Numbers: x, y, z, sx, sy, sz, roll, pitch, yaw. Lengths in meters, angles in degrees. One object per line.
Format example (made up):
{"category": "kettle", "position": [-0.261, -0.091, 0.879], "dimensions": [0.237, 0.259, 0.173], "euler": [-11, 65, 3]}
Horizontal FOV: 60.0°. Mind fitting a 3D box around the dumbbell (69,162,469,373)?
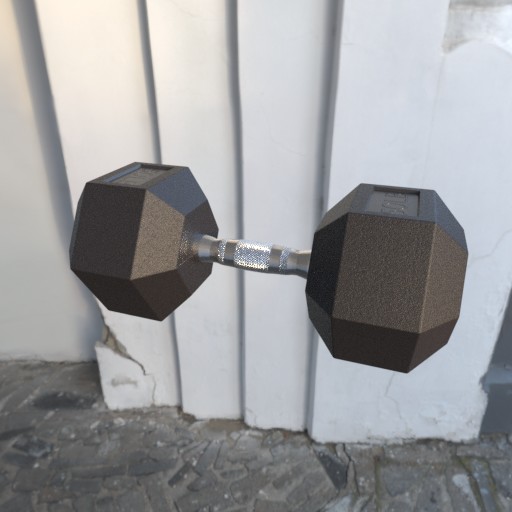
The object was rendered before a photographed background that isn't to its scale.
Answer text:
{"category": "dumbbell", "position": [0.000, 0.000, 0.459], "dimensions": [0.384, 0.150, 0.173], "euler": [9, 27, 17]}
